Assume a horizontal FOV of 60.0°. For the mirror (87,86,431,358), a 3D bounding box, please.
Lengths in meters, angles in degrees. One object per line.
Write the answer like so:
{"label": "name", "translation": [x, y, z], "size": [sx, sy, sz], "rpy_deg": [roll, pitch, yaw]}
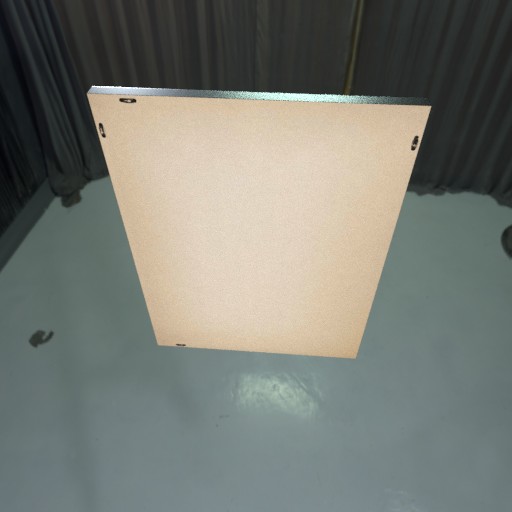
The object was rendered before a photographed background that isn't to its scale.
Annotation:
{"label": "mirror", "translation": [0.000, 0.000, 1.350], "size": [0.762, 1.016, 0.041], "rpy_deg": [3, 46, 3]}
